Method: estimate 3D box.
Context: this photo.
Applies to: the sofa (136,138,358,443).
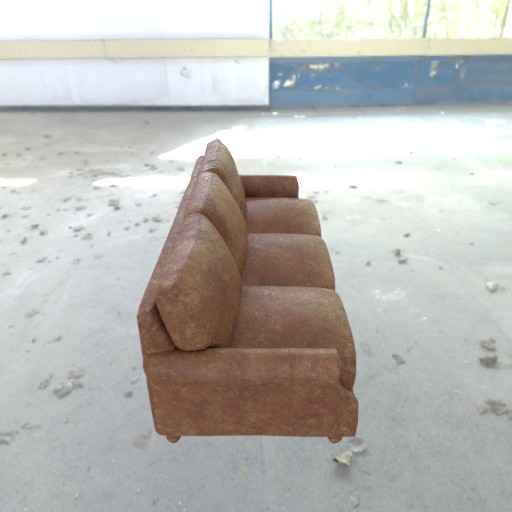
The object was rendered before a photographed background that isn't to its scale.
[{"bbox_3d":[0.000,0.000,2.857,0.973,0.977,2.351,0,30,0],"label":"sofa"}]
